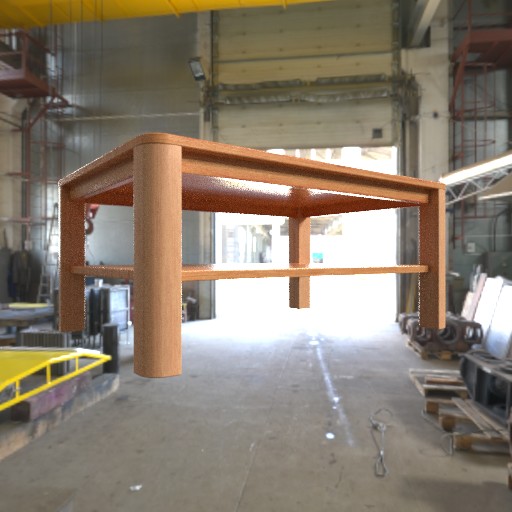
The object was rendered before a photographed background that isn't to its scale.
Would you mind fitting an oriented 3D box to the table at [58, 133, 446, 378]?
[{"bbox_3d":[0.000,0.000,1.360,0.997,0.445,0.696,0,0,-37],"label":"table"}]
